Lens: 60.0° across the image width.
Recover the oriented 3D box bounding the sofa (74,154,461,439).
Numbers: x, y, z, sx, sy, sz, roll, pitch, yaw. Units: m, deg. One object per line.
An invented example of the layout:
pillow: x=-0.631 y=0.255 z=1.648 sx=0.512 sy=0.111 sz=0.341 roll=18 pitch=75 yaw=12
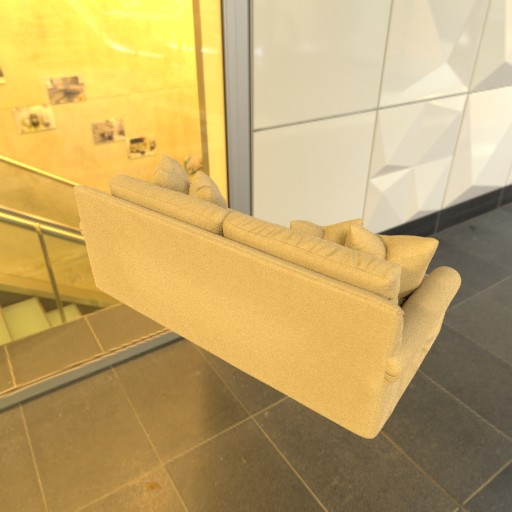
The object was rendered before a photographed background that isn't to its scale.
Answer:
sofa: x=0.000 y=0.000 z=2.811 sx=2.285 sy=0.904 sz=1.067 roll=21 pitch=37 yaw=31
